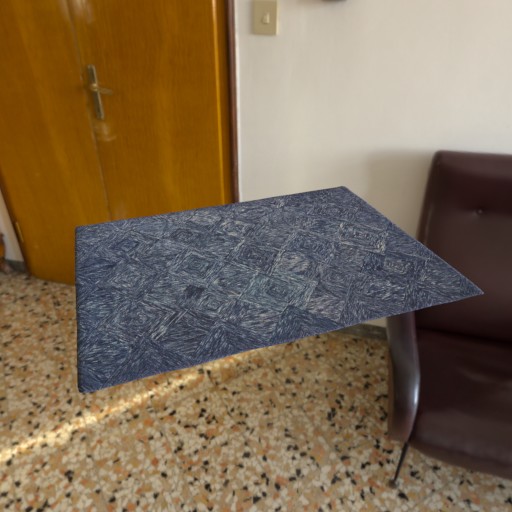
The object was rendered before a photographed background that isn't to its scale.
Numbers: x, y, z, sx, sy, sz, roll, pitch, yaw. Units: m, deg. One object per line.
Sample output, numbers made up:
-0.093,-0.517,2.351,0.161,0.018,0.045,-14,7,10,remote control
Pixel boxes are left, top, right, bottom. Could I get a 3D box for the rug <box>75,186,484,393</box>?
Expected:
0.000,0.000,4.206,3.245,0.024,2.385,-11,34,-17,rug
